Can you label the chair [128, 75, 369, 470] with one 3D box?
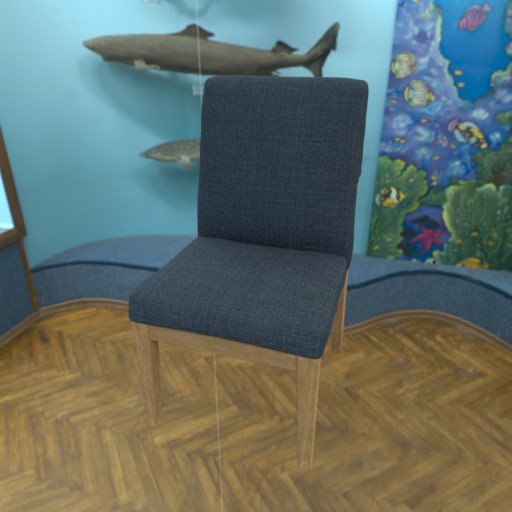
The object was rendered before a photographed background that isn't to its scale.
[{"bbox_3d":[0.000,0.000,1.252,0.507,0.911,0.586,8,27,16],"label":"chair"}]
